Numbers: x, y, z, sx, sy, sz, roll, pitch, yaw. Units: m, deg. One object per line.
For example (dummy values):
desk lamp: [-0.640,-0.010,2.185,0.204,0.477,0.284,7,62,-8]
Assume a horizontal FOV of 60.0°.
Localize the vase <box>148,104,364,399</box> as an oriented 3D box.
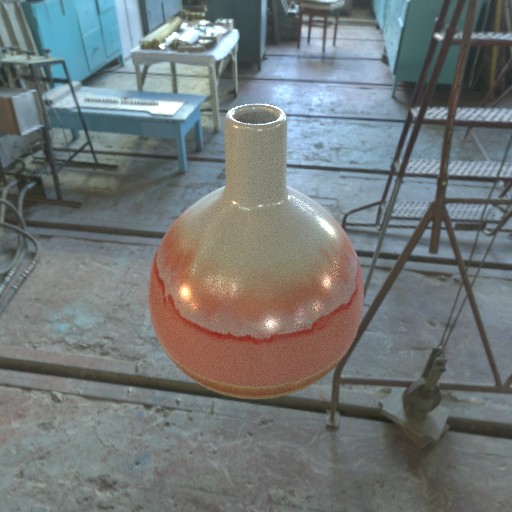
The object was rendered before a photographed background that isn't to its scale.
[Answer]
vase: [0.000,0.000,0.270,0.137,0.176,0.137,0,39,0]
